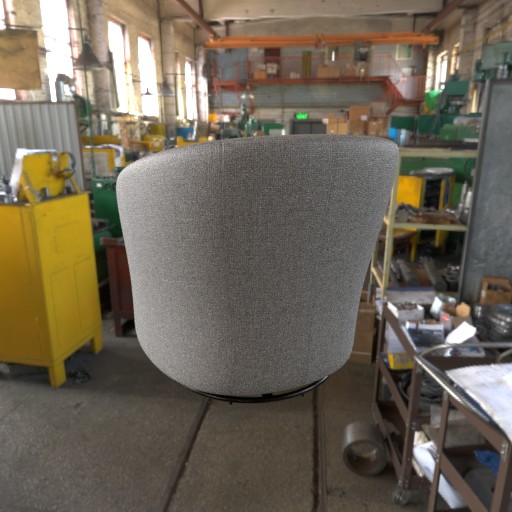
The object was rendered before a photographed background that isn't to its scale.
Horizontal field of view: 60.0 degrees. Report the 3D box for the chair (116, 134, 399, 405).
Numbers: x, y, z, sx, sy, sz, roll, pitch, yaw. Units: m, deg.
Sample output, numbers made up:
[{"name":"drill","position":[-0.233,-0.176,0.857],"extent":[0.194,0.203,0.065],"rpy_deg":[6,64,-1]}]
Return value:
[{"name":"chair","position":[0.000,0.000,1.449],"extent":[0.791,0.771,0.815],"rpy_deg":[-7,17,-25]}]
